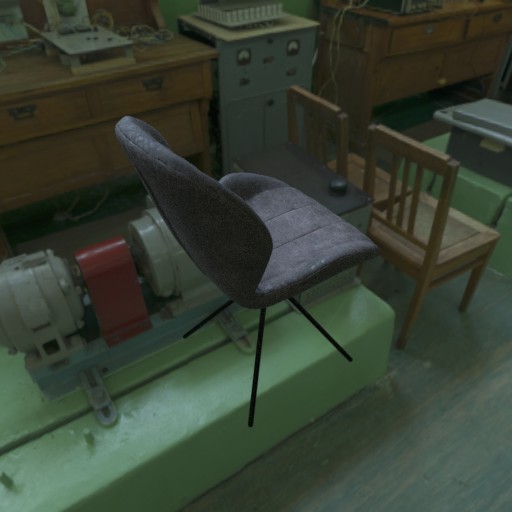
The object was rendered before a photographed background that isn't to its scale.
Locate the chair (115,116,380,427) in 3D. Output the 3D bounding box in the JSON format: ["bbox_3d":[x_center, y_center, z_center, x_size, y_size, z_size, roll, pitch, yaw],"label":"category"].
[{"bbox_3d":[0.000,0.000,1.308,0.640,0.934,0.527,-24,46,-26],"label":"chair"}]
